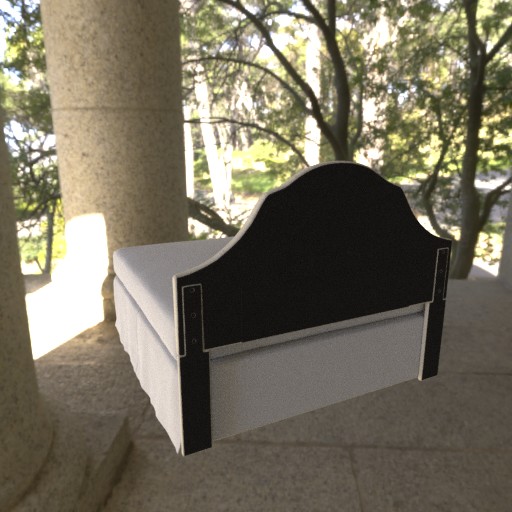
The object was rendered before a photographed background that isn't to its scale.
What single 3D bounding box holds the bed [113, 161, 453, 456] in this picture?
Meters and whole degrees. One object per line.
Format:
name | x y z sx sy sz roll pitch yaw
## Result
bed | 0.000 0.000 3.530 2.012 1.555 2.086 -7 16 -26
